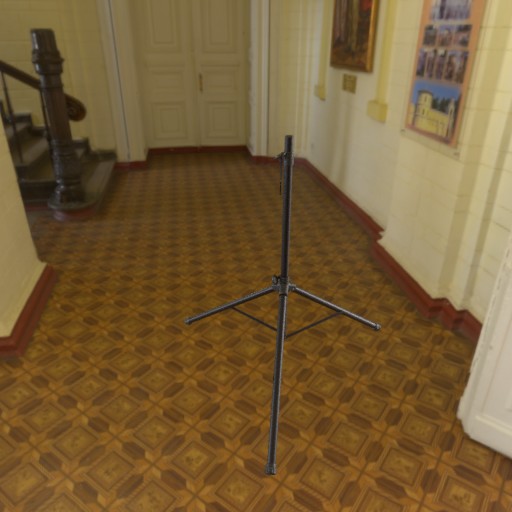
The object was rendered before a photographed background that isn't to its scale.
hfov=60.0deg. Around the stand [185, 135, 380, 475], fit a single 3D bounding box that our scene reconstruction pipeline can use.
[{"bbox_3d":[0.000,0.000,2.876,1.339,1.595,1.596,18,32,31],"label":"stand"}]
